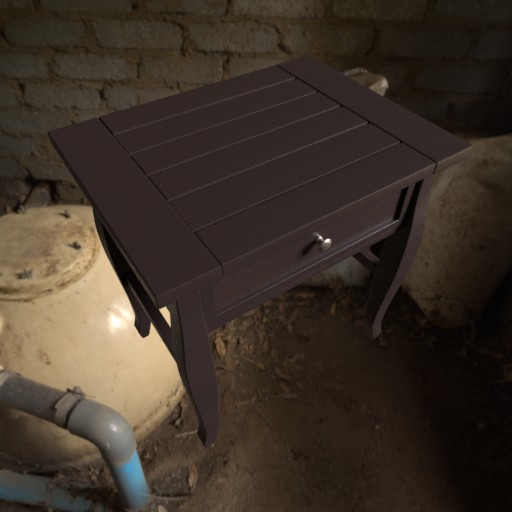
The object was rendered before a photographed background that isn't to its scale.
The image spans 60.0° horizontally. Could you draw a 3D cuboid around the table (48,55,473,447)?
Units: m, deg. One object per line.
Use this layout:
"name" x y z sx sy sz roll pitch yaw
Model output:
"table" 0.000 0.000 1.003 0.602 0.605 0.460 -26 52 -23
